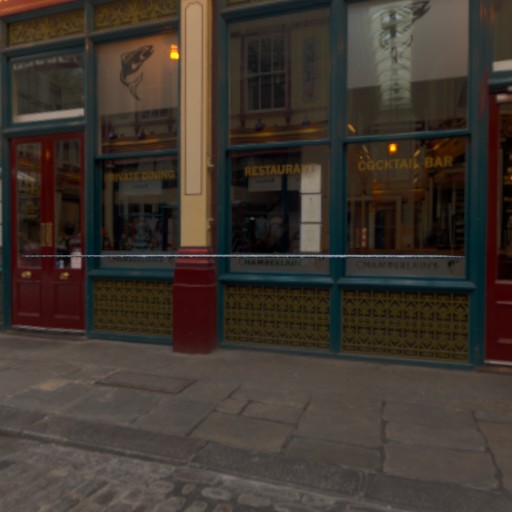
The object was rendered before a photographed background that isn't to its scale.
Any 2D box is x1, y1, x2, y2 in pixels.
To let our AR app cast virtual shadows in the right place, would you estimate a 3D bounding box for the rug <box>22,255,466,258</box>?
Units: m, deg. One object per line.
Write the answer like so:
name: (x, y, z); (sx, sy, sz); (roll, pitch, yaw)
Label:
rug: (0.000, 0.000, 2.291); (1.828, 0.005, 1.219); (0, 0, 18)
